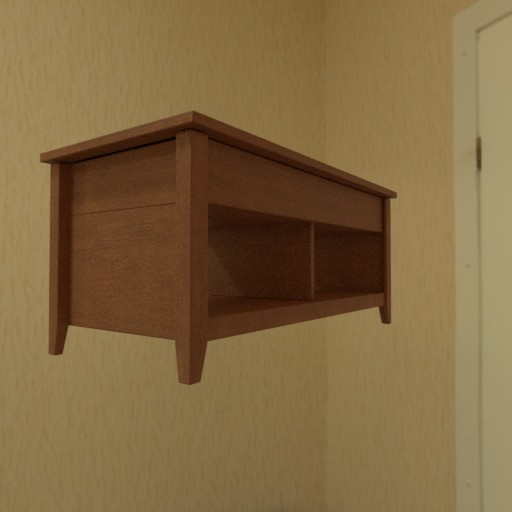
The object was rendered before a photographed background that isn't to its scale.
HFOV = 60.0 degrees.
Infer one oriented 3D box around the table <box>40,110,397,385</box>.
[{"bbox_3d":[0.000,0.000,1.276,0.483,0.457,1.016,-1,-2,36],"label":"table"}]
